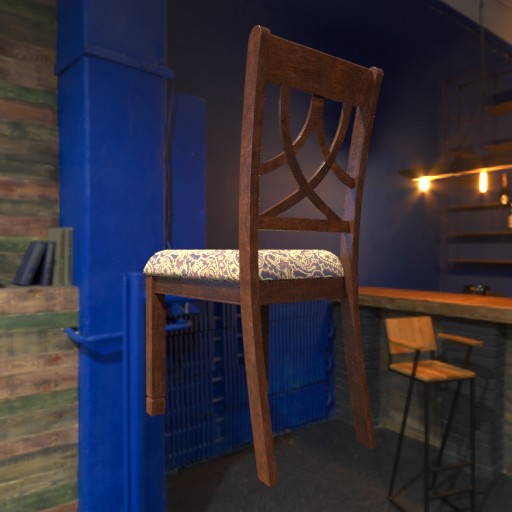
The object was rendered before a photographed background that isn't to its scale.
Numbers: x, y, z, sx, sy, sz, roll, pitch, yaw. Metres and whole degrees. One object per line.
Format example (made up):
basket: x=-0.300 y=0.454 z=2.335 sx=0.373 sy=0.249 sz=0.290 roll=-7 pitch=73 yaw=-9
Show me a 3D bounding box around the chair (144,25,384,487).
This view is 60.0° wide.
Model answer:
chair: x=0.000 y=0.000 z=1.262 sx=0.457 sy=0.965 sz=0.584 roll=0 pitch=1 yaw=-35
